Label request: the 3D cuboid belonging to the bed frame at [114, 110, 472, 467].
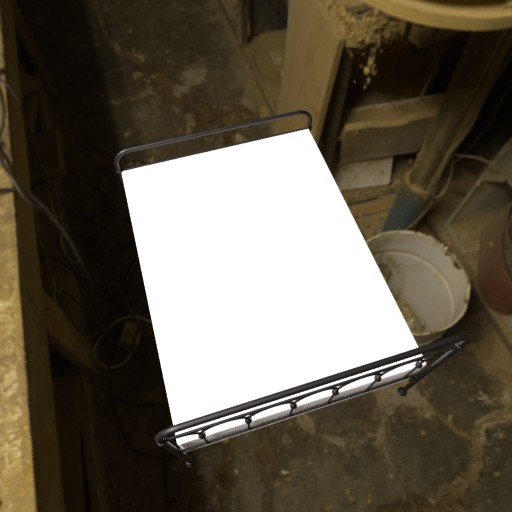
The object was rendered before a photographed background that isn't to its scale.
[{"bbox_3d":[0.000,0.000,3.096,1.664,1.276,2.203,-15,62,-8],"label":"bed frame"}]
